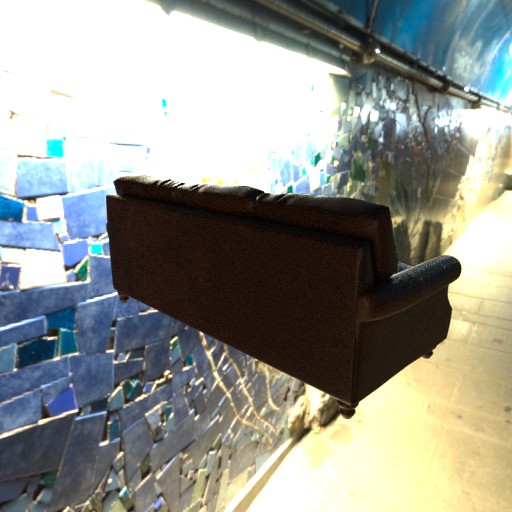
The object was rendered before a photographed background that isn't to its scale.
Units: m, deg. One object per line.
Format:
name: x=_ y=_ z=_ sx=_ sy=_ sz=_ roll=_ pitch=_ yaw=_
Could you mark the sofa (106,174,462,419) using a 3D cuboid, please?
sofa: x=0.000 y=0.000 z=2.868 sx=0.973 sy=0.977 sz=2.351 roll=-15 pitch=21 yaw=-43
